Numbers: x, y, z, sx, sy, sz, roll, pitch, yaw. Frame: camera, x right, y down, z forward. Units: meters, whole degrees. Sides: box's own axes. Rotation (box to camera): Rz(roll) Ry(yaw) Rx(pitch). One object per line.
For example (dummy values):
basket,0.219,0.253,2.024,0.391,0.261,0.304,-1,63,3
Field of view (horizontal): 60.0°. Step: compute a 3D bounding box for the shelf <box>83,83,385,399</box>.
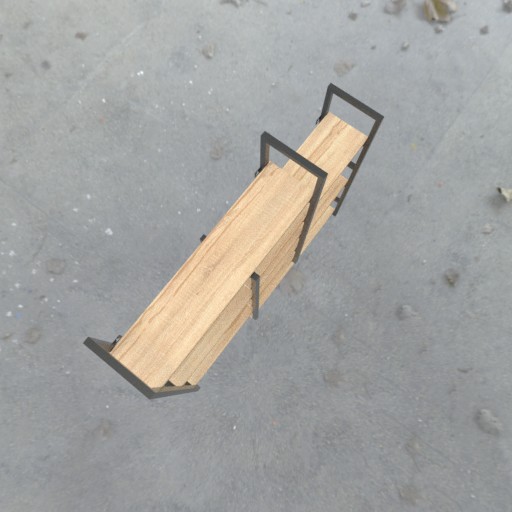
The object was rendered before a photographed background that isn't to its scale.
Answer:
shelf,0.000,0.000,1.442,0.183,0.921,0.946,36,77,10
